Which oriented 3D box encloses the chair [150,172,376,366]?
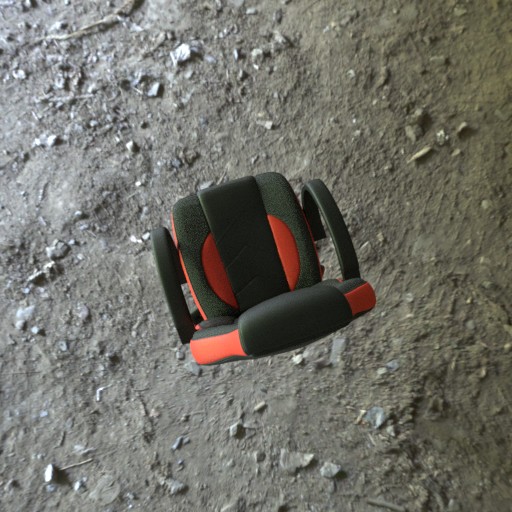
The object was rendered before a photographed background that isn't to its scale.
[{"bbox_3d":[0.000,0.000,1.386,0.600,1.016,0.642,-18,75,-5],"label":"chair"}]
